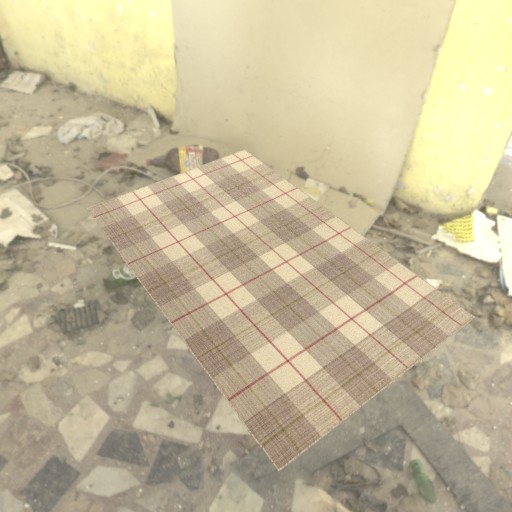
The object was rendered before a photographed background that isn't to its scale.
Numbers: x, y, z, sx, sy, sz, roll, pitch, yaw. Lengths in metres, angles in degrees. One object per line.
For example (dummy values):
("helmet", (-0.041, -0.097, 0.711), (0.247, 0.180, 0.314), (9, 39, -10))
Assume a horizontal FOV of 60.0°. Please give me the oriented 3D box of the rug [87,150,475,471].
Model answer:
("rug", (0.000, 0.000, 3.104), (1.549, 0.010, 2.464), (-27, 50, -25))
